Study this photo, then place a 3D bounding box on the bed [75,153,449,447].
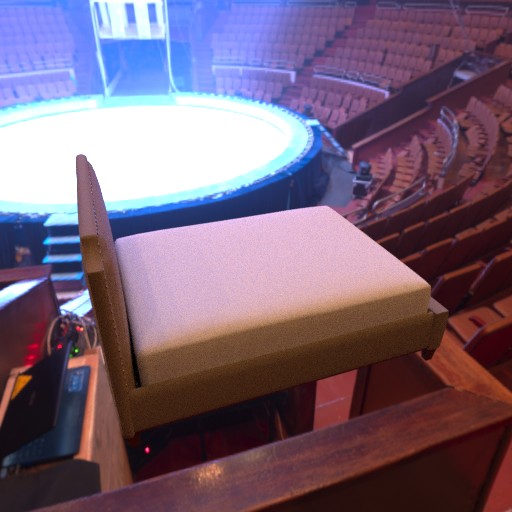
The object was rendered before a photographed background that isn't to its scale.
[{"bbox_3d":[0.000,0.000,3.398,2.372,1.443,1.713,-10,31,-18],"label":"bed"}]
